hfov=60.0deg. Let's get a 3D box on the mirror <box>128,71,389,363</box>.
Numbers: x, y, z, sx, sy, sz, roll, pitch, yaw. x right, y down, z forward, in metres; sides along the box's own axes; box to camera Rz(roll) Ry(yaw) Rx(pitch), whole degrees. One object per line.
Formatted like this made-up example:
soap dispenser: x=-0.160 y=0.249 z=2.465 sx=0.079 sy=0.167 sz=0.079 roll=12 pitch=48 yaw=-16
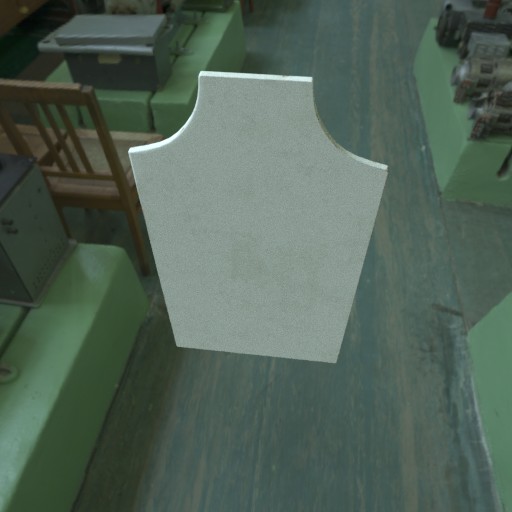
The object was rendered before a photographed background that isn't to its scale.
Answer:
mirror: x=0.000 y=0.000 z=0.854 sx=0.403 sy=0.717 sz=0.022 roll=5 pitch=48 yaw=5
